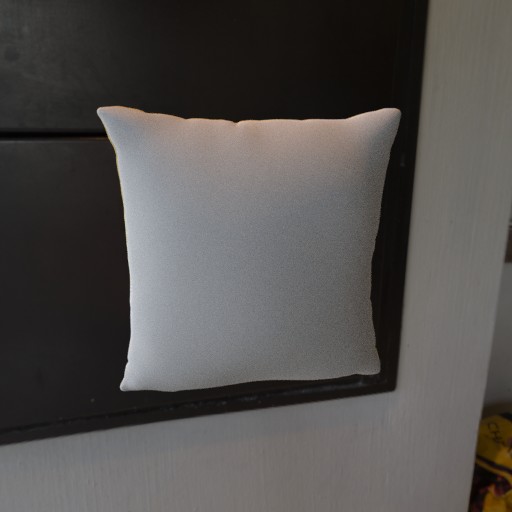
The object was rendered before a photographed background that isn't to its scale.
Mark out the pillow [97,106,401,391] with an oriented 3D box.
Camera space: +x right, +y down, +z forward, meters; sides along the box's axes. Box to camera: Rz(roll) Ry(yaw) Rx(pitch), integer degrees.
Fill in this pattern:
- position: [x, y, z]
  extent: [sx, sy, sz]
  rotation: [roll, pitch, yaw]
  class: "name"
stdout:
- position: [0.000, 0.000, 0.703]
  extent: [0.450, 0.450, 0.211]
  rotation: [-2, 15, -8]
  class: "pillow"
